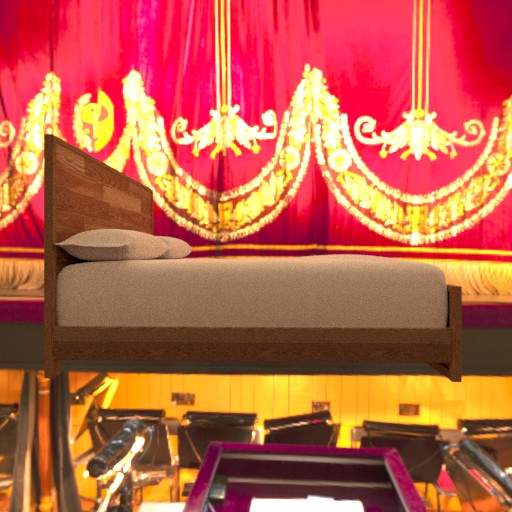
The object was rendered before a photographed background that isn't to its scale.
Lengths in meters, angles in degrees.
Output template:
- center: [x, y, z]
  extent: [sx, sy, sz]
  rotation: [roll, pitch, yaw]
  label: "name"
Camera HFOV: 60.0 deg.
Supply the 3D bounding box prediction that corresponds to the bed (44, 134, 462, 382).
- center: [0.000, 0.000, 3.319]
  extent: [2.184, 1.295, 2.013]
  rotation: [0, 0, 2]
  label: "bed"
